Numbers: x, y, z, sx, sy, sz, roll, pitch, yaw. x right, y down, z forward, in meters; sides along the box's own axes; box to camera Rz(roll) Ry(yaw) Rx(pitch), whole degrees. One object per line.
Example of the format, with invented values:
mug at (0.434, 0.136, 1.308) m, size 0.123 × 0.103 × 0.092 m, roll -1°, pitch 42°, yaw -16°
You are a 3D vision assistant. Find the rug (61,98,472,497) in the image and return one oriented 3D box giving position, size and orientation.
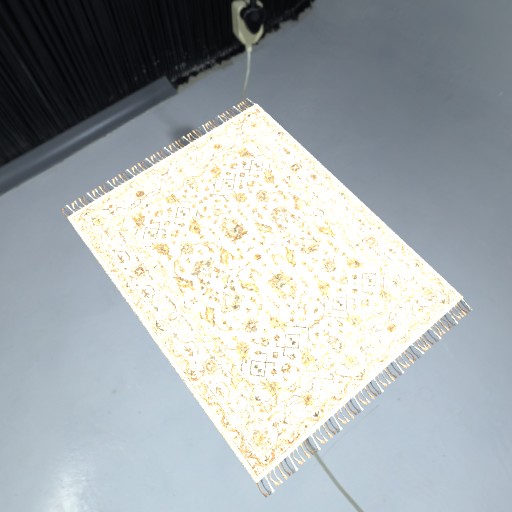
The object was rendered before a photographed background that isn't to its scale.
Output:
rug at (0.000, 0.000, 2.225) m, size 1.278 × 0.009 × 1.726 m, roll -36°, pitch 69°, yaw -16°
